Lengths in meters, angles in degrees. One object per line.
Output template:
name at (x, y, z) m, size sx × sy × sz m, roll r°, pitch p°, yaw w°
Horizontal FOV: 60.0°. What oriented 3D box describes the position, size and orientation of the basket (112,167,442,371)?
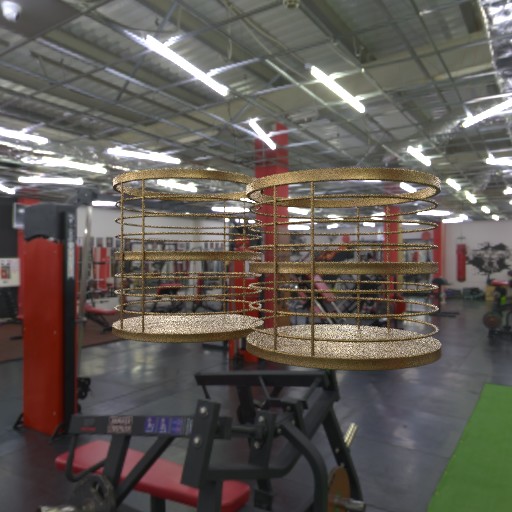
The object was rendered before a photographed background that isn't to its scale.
basket at (0.000, 0.000, 0.954) m, size 0.746 × 0.351 × 0.356 m, roll -1°, pitch -1°, yaw 36°
